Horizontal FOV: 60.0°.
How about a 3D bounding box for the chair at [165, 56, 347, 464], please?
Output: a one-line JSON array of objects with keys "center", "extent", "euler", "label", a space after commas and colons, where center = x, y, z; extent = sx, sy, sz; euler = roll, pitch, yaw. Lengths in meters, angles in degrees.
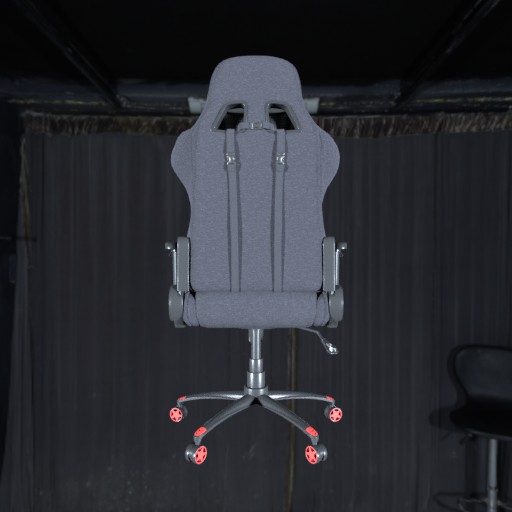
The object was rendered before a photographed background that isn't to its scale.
[{"center": [0.000, 0.000, 1.721], "extent": [0.695, 1.326, 0.658], "euler": [0, 0, 0], "label": "chair"}]
